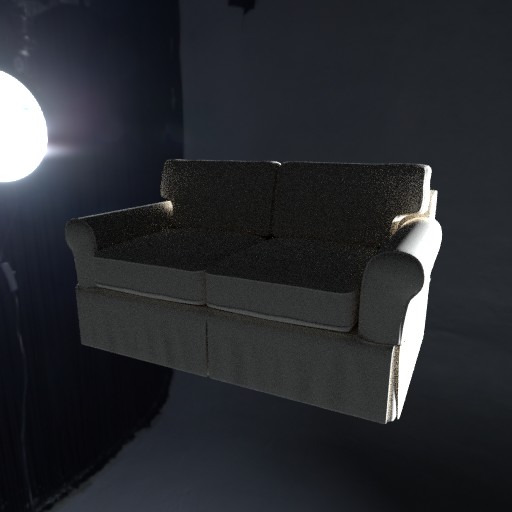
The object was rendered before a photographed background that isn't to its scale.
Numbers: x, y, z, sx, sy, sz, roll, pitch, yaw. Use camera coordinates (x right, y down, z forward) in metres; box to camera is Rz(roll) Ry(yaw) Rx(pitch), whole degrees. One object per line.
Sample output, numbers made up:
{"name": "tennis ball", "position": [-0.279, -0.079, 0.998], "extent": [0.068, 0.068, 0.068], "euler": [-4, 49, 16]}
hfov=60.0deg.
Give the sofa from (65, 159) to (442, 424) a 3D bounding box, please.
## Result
{"name": "sofa", "position": [0.000, 0.000, 2.303], "extent": [1.727, 0.940, 0.991], "euler": [7, 16, 25]}
